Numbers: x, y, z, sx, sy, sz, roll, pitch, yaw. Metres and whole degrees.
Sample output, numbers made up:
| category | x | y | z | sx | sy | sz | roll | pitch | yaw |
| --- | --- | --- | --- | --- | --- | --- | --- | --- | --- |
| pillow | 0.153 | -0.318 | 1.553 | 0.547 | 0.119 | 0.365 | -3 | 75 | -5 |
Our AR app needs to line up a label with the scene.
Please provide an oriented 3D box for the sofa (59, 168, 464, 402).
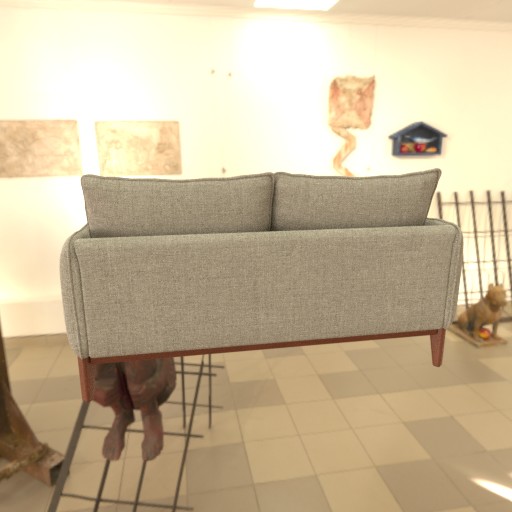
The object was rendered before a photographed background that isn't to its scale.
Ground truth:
| category | x | y | z | sx | sy | sz | roll | pitch | yaw |
| --- | --- | --- | --- | --- | --- | --- | --- | --- | --- |
| sofa | 0.000 | 0.000 | 2.112 | 1.580 | 0.851 | 0.972 | -3 | 15 | -10 |
